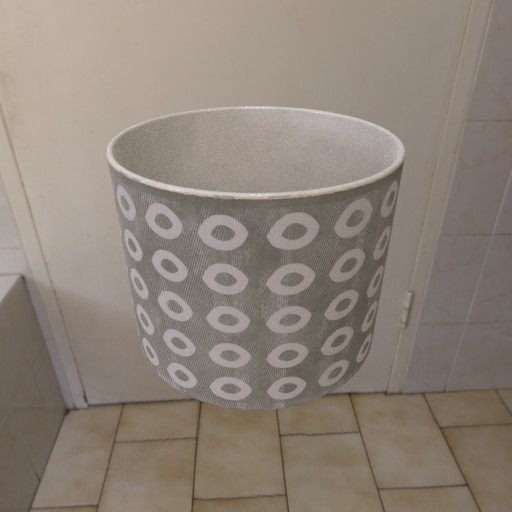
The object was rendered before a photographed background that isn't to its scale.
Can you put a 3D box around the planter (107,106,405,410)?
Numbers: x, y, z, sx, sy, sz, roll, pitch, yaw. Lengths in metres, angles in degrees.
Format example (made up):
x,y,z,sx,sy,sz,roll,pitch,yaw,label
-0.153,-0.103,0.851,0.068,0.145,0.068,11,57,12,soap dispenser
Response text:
x,y,z,sx,sy,sz,roll,pitch,yaw,label
0.000,0.000,0.339,0.190,0.181,0.190,0,31,0,planter
